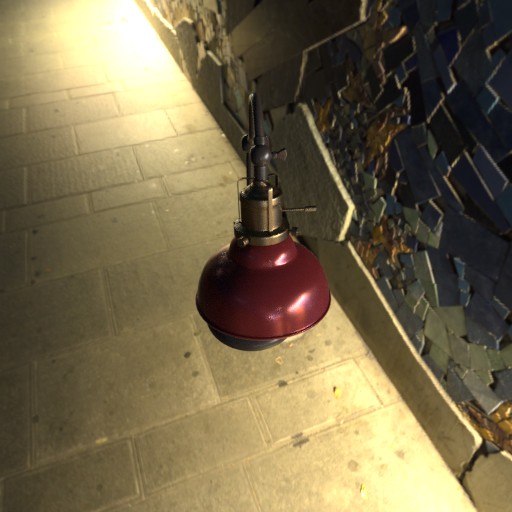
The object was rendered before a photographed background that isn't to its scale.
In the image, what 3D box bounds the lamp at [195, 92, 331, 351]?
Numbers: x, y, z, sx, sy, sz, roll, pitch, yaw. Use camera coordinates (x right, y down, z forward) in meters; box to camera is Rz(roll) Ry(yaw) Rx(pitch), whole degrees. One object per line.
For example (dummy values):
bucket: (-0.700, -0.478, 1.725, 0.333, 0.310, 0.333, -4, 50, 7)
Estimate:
lamp: (0.000, 0.000, 0.685, 0.192, 0.508, 0.374, -4, 45, -4)
